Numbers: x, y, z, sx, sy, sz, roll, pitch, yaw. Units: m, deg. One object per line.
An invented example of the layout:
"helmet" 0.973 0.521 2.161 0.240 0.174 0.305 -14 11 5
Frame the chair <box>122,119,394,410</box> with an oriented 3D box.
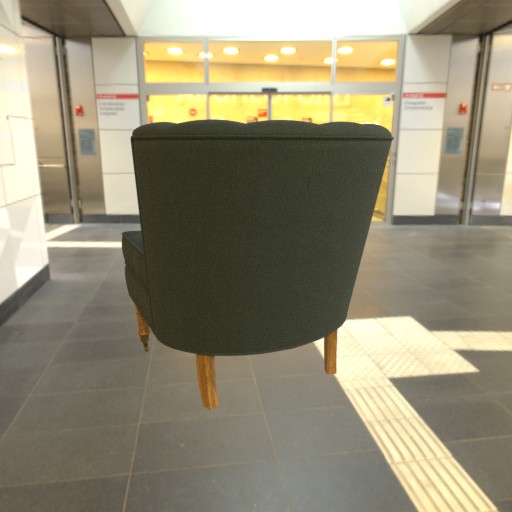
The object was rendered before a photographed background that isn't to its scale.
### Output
"chair" 0.000 0.000 1.359 0.740 0.771 0.718 -7 16 -27
